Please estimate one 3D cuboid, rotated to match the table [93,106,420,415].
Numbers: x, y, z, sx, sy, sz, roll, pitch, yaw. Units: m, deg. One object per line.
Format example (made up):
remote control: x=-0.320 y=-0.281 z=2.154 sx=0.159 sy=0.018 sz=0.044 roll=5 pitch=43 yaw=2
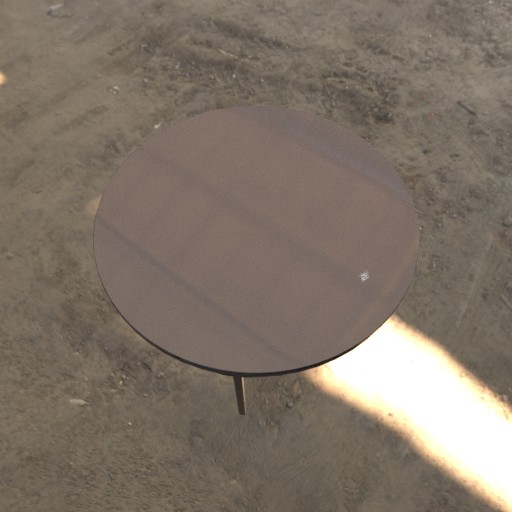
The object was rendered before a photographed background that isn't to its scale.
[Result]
table: x=0.000 y=0.000 z=1.274 sx=0.800 sy=0.400 sz=0.800 roll=0 pitch=59 yaw=0
